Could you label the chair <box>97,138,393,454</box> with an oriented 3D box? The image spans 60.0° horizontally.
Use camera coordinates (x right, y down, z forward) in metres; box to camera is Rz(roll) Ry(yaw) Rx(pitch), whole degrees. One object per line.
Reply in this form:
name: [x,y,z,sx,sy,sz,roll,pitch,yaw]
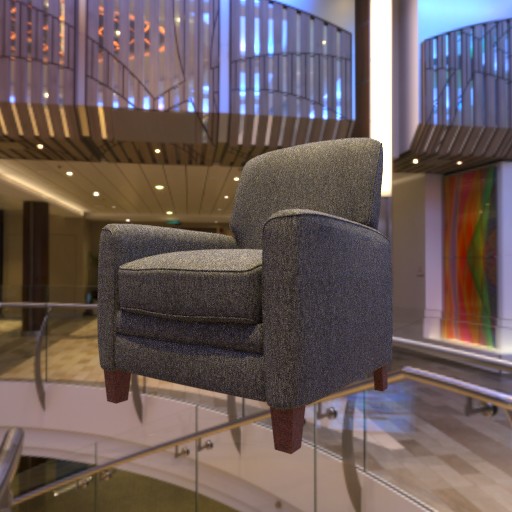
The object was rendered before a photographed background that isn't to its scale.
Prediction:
chair: [0.000,0.000,1.637,0.848,1.014,0.864,-1,-1,35]
